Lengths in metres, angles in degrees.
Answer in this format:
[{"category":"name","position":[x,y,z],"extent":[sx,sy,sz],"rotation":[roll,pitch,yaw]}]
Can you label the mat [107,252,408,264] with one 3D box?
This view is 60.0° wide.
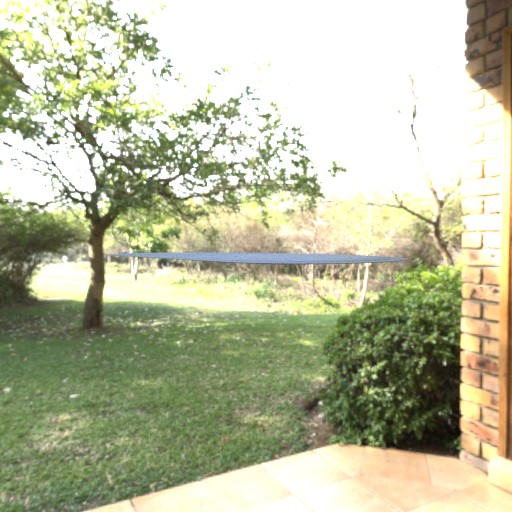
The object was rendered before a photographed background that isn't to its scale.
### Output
[{"category":"mat","position":[0.000,0.000,1.856],"extent":[0.913,0.013,1.524],"rotation":[-1,2,-35]}]
